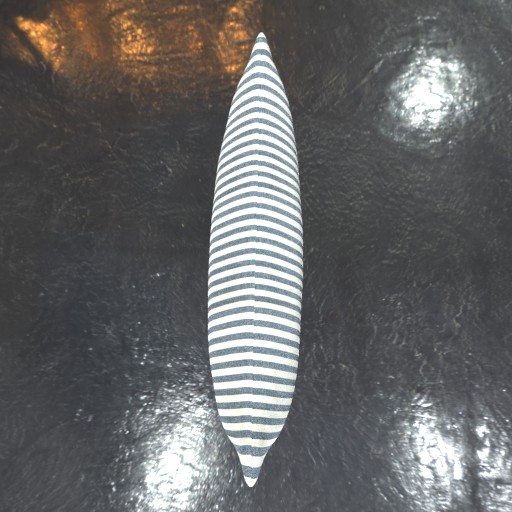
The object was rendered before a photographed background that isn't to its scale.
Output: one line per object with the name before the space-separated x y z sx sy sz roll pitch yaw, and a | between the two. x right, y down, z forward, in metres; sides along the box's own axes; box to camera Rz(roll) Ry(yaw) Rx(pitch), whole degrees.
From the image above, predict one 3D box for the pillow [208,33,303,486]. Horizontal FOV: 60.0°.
pillow | 0.000 0.000 0.718 0.151 0.295 0.617 1 75 0
